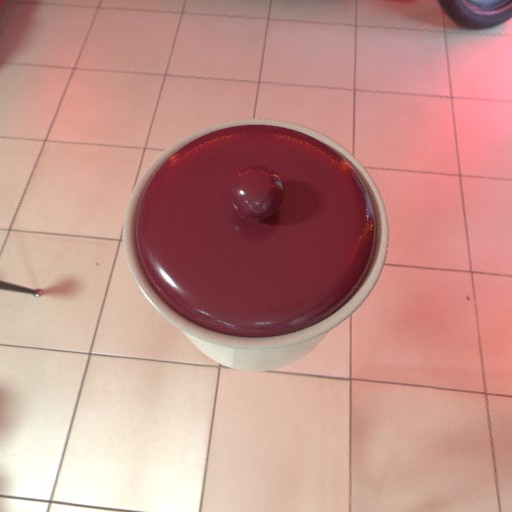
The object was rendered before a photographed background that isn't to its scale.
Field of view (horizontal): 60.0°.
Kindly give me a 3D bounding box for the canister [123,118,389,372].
[{"bbox_3d":[0.000,0.000,0.357,0.182,0.208,0.182,0,64,0],"label":"canister"}]
